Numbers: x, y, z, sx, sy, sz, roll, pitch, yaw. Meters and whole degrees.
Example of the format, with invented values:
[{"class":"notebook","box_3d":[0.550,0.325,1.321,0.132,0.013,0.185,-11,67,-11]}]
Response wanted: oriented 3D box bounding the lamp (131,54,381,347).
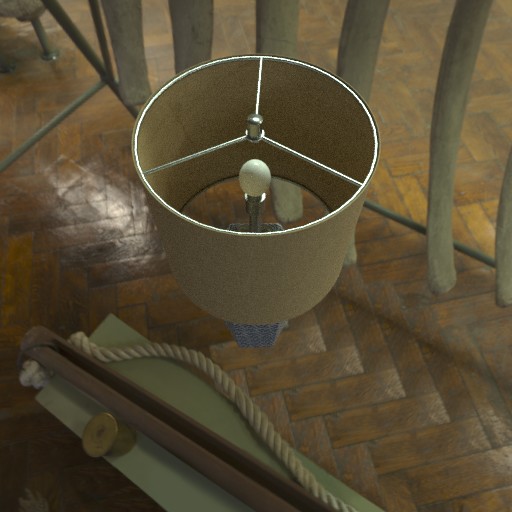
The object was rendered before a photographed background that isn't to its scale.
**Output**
[{"class":"lamp","box_3d":[0.000,0.000,0.851,0.320,0.682,0.320,30,64,16]}]
